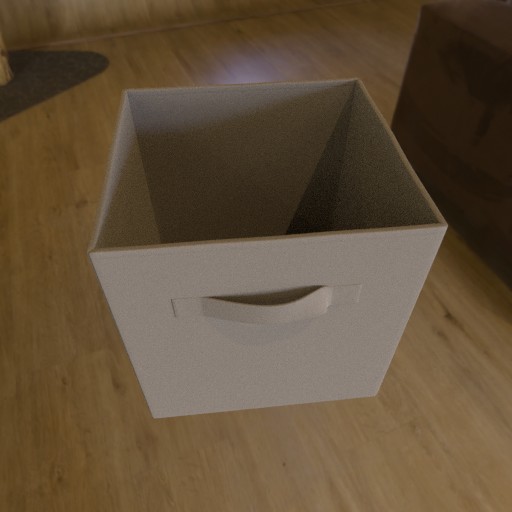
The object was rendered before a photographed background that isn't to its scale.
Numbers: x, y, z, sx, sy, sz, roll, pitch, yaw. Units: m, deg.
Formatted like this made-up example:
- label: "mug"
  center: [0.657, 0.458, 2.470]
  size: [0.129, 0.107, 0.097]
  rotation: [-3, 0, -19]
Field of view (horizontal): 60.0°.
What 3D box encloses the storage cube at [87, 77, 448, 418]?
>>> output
- label: "storage cube"
  center: [0.000, 0.000, 0.502]
  size: [0.270, 0.280, 0.270]
  rotation: [-4, 46, -4]
